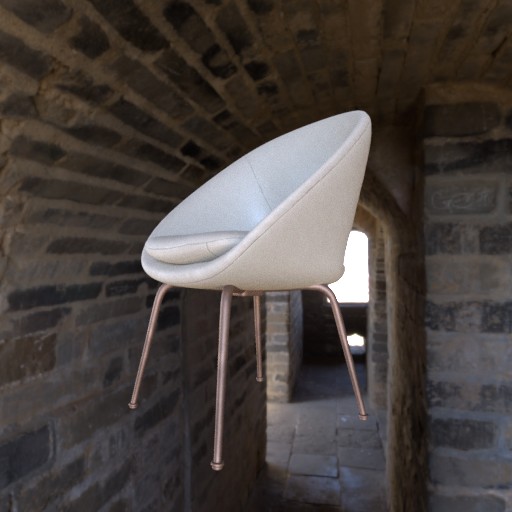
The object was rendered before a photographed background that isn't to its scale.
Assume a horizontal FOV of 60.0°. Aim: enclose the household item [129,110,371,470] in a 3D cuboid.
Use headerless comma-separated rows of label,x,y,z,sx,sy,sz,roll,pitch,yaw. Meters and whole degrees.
household item,0.000,0.000,1.233,0.573,0.852,0.623,0,0,-37
